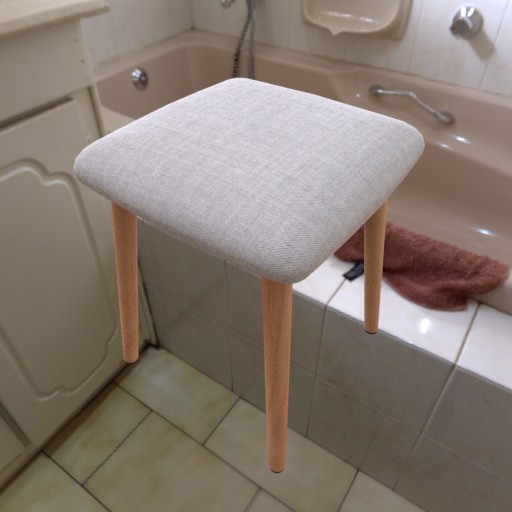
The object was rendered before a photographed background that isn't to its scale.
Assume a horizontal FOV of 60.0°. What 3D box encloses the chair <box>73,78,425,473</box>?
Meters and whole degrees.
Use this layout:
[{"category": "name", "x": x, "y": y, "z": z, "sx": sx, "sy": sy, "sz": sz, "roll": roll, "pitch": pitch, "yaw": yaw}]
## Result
[{"category": "chair", "x": 0.000, "y": 0.000, "z": 0.686, "sx": 0.350, "sy": 0.440, "sz": 0.350, "roll": 26, "pitch": 48, "yaw": 26}]
